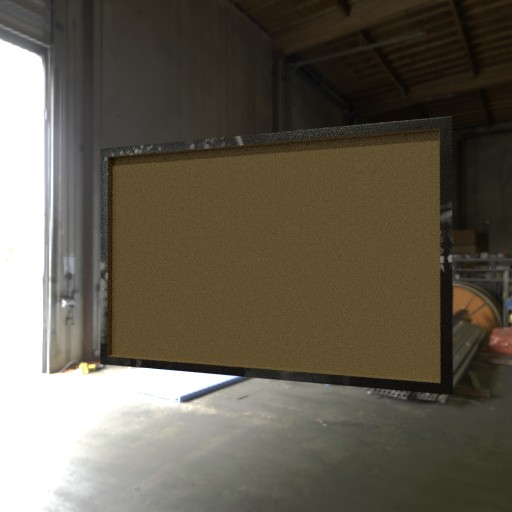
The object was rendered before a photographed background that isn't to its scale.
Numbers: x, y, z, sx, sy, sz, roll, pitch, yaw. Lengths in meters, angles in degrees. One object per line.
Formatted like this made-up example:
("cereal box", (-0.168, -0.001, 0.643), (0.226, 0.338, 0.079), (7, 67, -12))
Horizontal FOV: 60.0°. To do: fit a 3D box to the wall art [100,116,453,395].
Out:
("wall art", (0.000, 0.000, 1.126), (0.914, 0.609, 0.038), (0, -1, 18))
